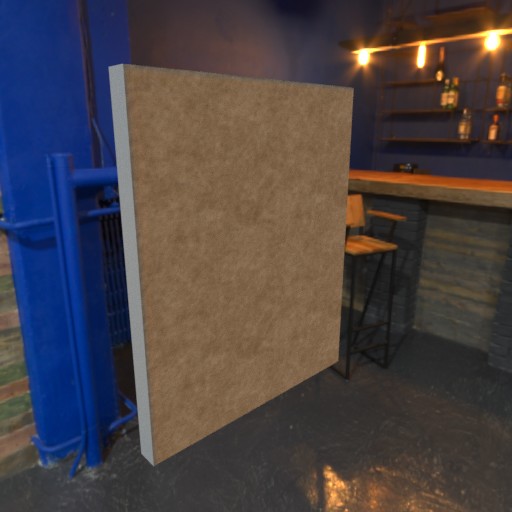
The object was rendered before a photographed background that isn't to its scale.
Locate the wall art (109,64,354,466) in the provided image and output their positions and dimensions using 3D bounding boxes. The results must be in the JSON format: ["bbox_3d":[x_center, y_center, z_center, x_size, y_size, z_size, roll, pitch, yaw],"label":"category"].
[{"bbox_3d":[0.000,0.000,0.745,0.453,0.554,0.037,-15,21,-41],"label":"wall art"}]
